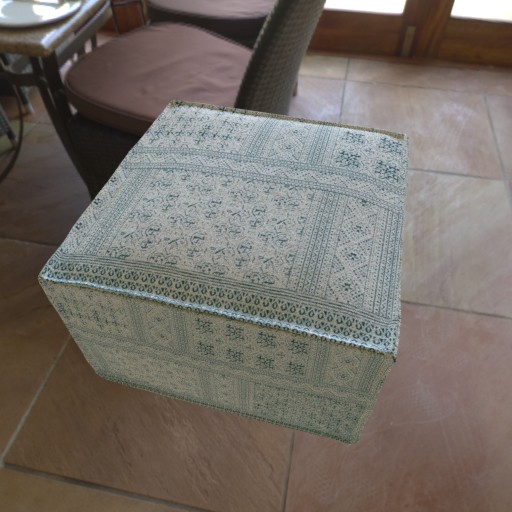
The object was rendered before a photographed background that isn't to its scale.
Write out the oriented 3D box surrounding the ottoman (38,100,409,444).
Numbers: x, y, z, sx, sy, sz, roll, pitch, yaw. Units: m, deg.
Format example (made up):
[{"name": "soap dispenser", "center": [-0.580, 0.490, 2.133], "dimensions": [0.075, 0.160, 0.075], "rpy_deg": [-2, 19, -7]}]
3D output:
[{"name": "ottoman", "center": [0.000, 0.000, 1.038], "dimensions": [0.626, 0.439, 0.617], "rpy_deg": [11, 50, 10]}]
